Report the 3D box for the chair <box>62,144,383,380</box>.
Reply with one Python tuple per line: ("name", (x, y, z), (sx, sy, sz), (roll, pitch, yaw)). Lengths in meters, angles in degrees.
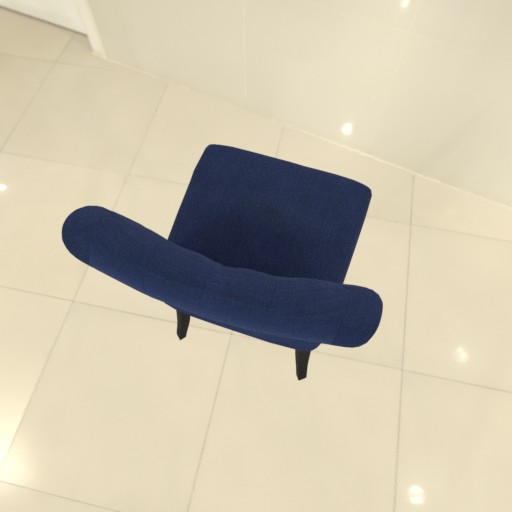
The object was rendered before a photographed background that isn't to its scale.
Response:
("chair", (0.000, 0.000, 1.181), (0.585, 0.753, 0.606), (17, 63, 9))
